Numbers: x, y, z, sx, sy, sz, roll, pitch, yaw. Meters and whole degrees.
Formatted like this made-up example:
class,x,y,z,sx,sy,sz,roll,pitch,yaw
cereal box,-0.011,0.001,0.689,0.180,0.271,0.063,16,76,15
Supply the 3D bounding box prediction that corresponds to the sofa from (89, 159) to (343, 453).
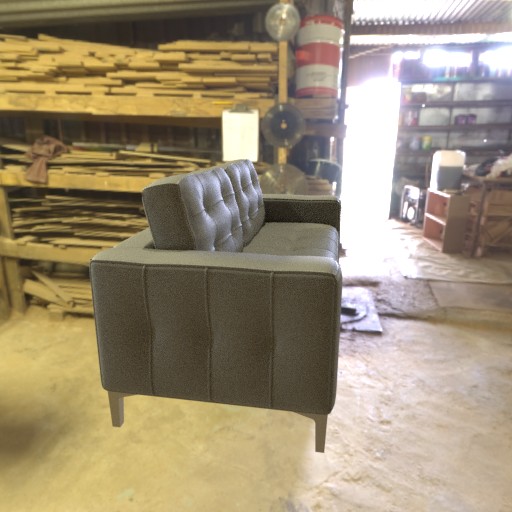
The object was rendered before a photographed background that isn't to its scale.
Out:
class,x,y,z,sx,sy,sz,roll,pitch,yaw
sofa,0.000,0.000,2.221,0.833,0.893,1.726,3,16,10
